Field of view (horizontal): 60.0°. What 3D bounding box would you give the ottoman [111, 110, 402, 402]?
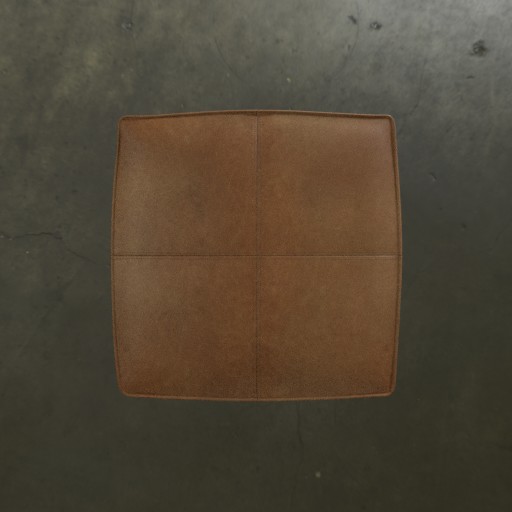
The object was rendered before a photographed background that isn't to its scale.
[{"bbox_3d":[0.000,0.000,1.415,0.901,0.395,0.902,0,90,0],"label":"ottoman"}]
